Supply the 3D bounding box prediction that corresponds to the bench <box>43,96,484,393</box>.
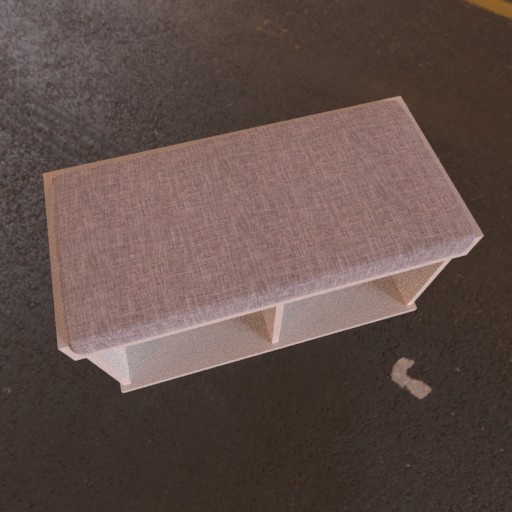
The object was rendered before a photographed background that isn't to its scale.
[{"bbox_3d":[0.000,0.000,0.985,0.734,0.461,0.362,-14,64,-7],"label":"bench"}]
